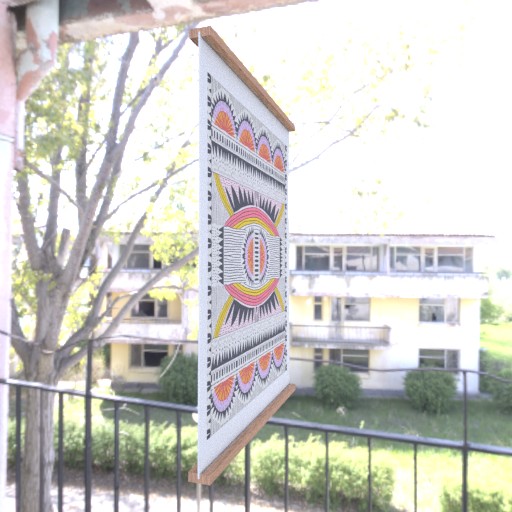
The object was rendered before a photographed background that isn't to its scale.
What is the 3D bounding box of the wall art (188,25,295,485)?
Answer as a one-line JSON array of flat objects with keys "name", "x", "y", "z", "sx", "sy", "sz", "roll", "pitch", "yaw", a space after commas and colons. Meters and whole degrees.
[{"name": "wall art", "x": 0.000, "y": 0.000, "z": 0.701, "sx": 0.028, "sy": 0.527, "sz": 0.403, "roll": 0, "pitch": -1, "yaw": 19}]
